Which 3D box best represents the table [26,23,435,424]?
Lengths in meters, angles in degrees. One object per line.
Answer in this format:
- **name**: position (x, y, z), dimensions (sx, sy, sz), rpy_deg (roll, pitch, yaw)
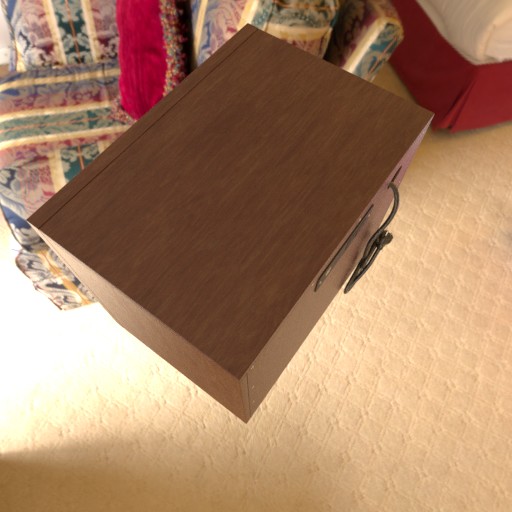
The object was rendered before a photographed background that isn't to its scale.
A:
- **table**: position (0.000, 0.000, 0.978), dimensions (0.449, 0.609, 0.557), rpy_deg (33, 68, 15)
